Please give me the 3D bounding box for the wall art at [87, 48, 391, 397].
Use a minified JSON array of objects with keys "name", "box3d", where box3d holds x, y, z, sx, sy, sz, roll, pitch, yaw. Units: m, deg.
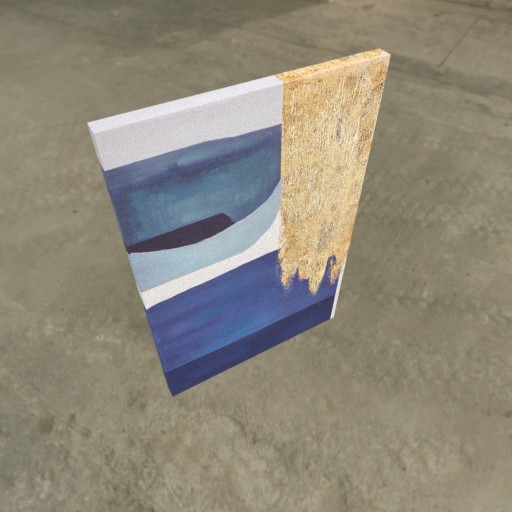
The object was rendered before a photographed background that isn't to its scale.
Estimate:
[{"name":"wall art","box3d":[0.000,0.000,1.141,0.607,0.911,0.039,-22,51,-20]}]
